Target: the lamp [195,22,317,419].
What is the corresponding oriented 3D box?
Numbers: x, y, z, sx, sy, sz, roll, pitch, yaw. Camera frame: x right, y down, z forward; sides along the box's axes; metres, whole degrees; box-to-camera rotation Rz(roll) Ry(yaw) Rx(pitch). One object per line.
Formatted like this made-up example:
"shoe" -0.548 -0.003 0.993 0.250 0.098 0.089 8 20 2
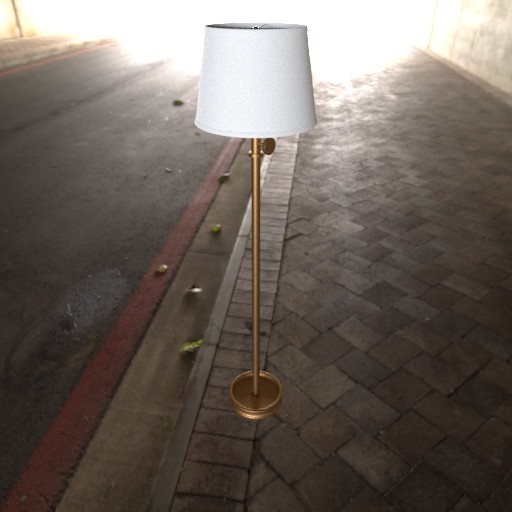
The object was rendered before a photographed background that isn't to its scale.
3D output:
"lamp" 0.000 0.000 0.768 0.178 0.710 0.178 0 31 0
